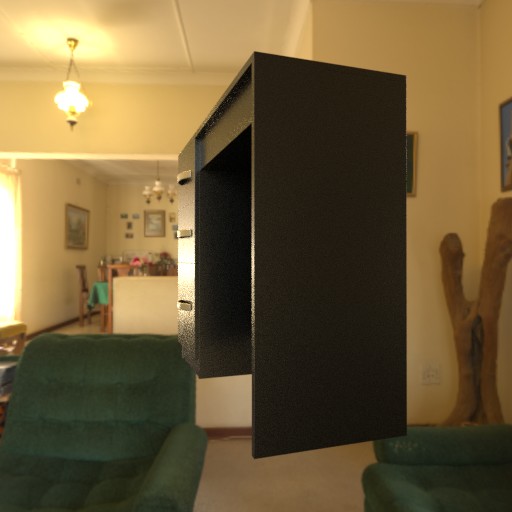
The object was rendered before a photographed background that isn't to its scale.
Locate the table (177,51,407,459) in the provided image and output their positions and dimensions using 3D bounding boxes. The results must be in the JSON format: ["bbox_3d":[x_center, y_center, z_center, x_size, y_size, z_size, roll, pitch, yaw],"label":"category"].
[{"bbox_3d":[0.000,0.000,1.351,0.380,0.790,0.930,0,0,-19],"label":"table"}]
